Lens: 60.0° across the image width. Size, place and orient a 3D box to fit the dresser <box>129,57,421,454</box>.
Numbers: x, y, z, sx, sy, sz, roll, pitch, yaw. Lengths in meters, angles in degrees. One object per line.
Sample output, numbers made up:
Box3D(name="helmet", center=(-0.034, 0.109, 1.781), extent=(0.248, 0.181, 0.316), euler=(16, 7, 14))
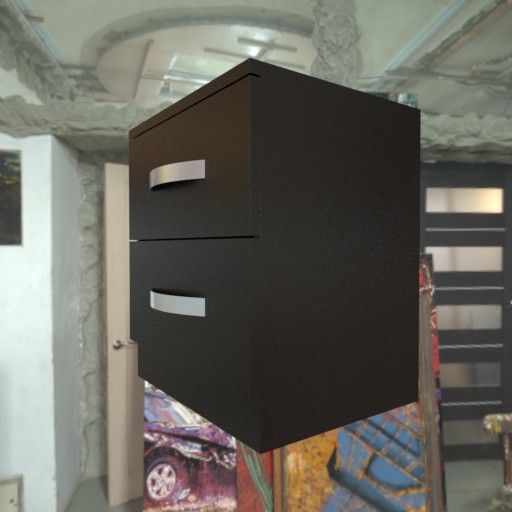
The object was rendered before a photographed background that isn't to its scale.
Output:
Box3D(name="dresser", center=(0.000, 0.000, 0.769), extent=(0.360, 0.470, 0.400), euler=(-1, 1, -36))
